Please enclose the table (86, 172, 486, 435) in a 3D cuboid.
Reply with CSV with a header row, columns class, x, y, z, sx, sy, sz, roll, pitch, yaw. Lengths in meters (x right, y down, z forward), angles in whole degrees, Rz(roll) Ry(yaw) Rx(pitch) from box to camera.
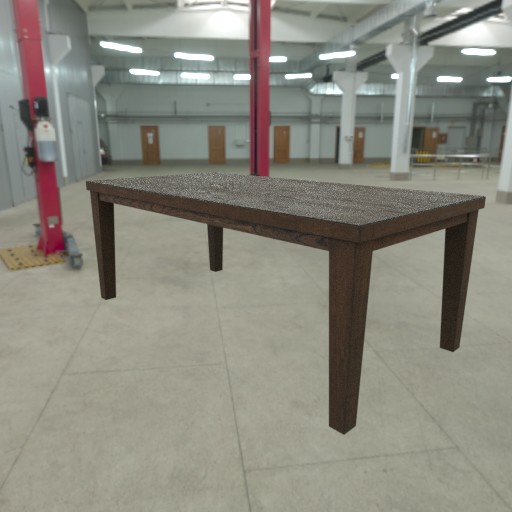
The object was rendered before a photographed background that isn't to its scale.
class,x,y,z,sx,sy,sz,roll,pitch,yaw
table,0.000,0.000,2.475,1.016,0.762,1.981,-14,20,-42
